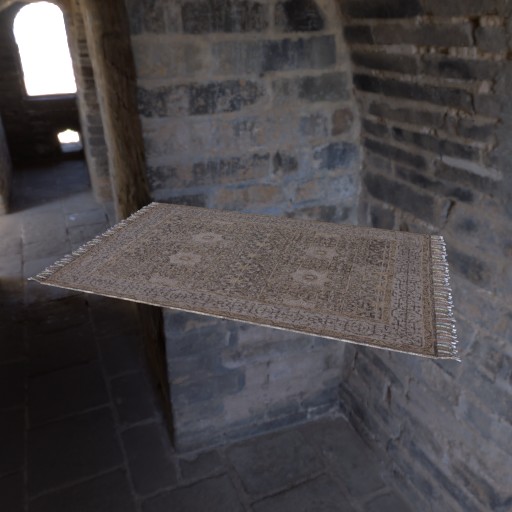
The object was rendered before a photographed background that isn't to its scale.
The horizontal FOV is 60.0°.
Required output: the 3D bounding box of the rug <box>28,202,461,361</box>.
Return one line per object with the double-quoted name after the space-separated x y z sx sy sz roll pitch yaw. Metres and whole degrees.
0.000 0.000 2.472 2.029 0.010 1.237 8 28 16 "rug"
